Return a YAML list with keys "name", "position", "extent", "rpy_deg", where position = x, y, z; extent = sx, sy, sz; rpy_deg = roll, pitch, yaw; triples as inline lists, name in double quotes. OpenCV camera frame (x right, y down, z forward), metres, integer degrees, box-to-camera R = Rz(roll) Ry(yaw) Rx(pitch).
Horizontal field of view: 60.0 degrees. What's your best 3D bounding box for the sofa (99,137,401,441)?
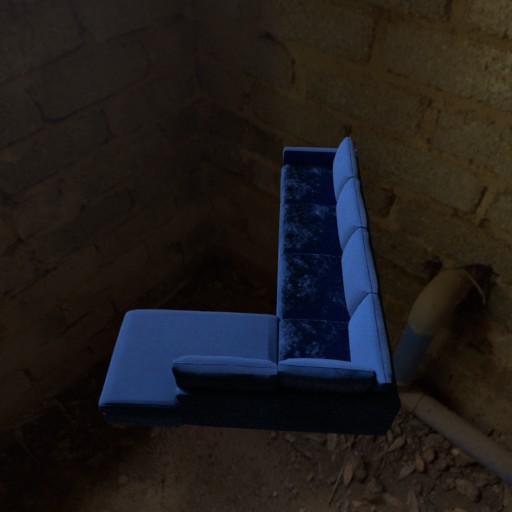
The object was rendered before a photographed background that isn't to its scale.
- name: "sofa"
  position: [0.000, 0.000, 3.344]
  extent: [1.707, 0.687, 2.486]
  rpy_deg: [2, 47, 2]
